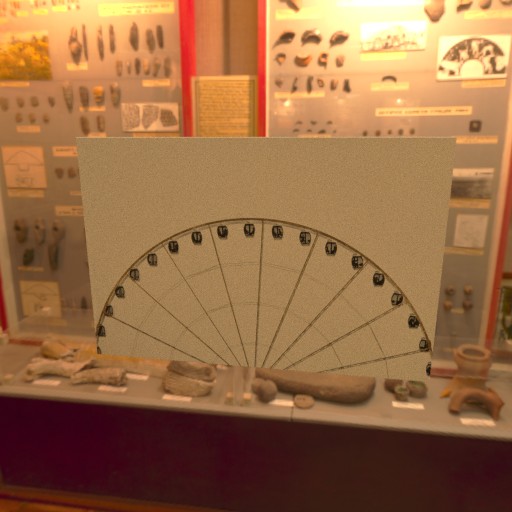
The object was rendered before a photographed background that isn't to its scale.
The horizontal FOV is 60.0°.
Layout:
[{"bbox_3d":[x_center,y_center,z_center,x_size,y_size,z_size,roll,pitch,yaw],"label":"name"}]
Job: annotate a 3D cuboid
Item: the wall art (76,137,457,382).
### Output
[{"bbox_3d":[0.000,0.000,0.491,0.384,0.254,0.039,3,15,10],"label":"wall art"}]
